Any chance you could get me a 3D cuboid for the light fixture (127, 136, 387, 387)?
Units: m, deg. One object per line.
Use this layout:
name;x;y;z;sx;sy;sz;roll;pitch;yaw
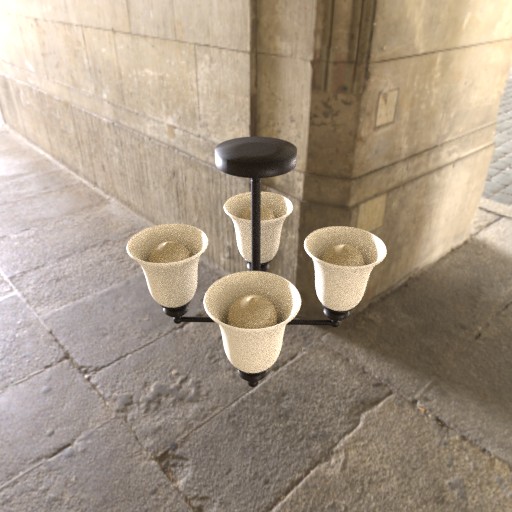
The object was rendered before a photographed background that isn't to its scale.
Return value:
light fixture;0.000;0.000;1.868;1.069;0.925;1.069;1;32;2
